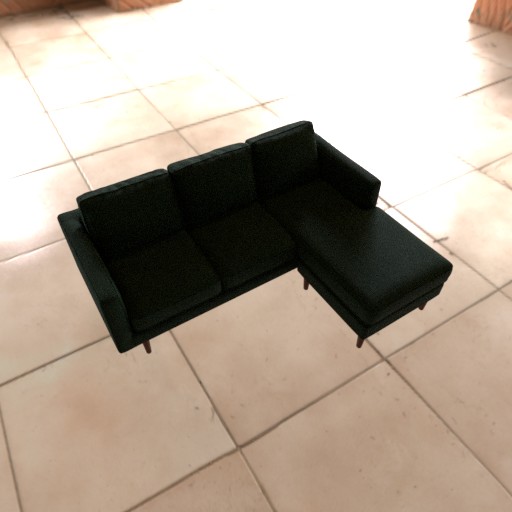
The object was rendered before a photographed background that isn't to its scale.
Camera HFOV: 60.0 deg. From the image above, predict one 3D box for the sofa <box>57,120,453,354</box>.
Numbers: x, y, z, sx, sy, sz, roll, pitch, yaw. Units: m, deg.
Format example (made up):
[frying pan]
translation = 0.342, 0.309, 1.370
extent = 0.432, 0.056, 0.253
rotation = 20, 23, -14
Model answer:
[sofa]
translation = 0.000, 0.000, 2.915
extent = 2.030, 0.899, 1.580
rotation = -25, 51, -22
